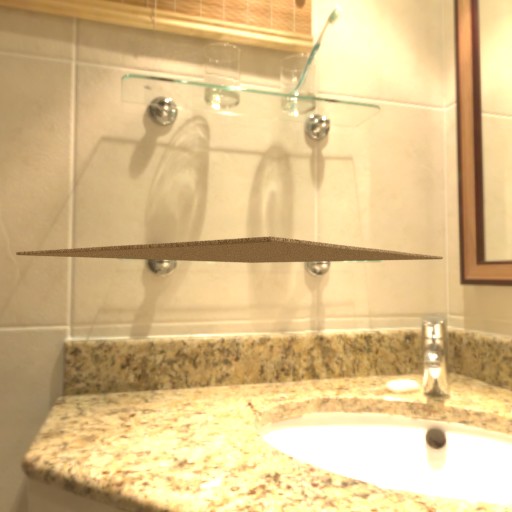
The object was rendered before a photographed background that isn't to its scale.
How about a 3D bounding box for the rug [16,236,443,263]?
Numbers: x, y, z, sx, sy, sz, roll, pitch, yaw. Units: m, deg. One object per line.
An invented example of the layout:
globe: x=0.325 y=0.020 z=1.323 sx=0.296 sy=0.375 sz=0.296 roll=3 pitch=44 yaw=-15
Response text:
rug: x=0.000 y=0.000 z=3.917 sx=2.400 sy=0.026 sz=3.000 roll=-2 pitch=-3 yaw=37
